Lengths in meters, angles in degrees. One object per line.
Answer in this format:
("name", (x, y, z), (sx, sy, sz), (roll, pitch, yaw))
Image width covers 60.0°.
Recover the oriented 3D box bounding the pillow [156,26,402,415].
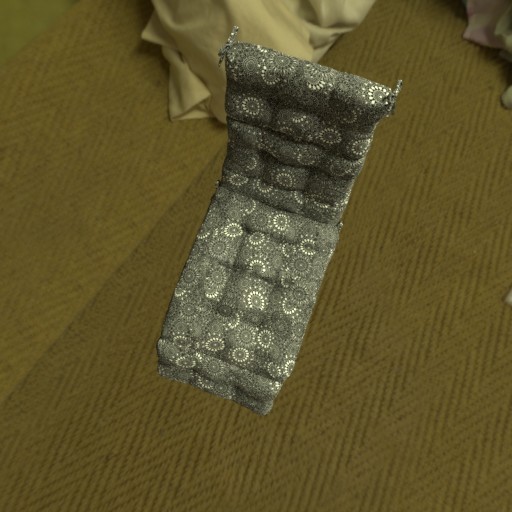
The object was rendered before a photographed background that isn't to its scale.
("pillow", (0.000, 0.000, 1.496), (0.526, 0.863, 1.016), (20, 77, 5))
